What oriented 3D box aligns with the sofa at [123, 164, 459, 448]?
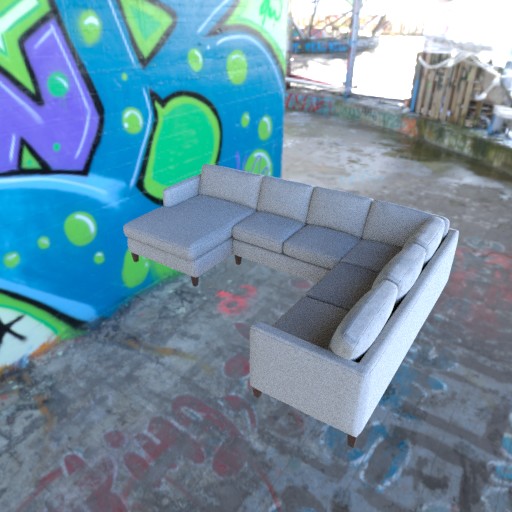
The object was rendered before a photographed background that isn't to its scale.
[{"bbox_3d":[0.000,0.000,4.679,3.460,0.959,2.593,19,34,30],"label":"sofa"}]
